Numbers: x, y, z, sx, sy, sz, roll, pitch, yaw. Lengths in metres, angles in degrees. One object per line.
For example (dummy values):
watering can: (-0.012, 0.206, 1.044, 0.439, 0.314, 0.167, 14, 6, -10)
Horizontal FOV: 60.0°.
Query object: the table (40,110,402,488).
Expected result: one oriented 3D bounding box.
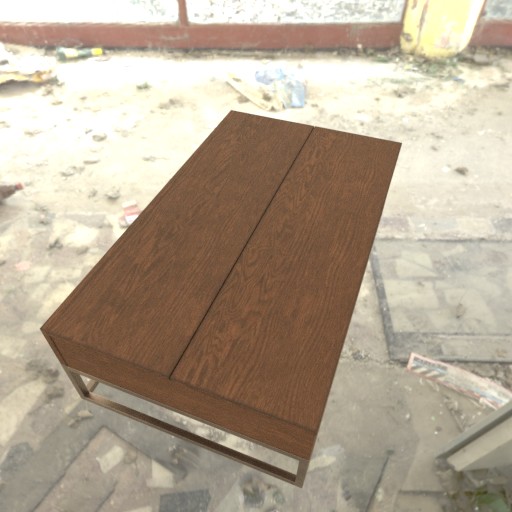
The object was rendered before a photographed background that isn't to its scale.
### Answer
table: (0.000, 0.000, 1.496, 0.719, 0.361, 1.167, 16, 48, 15)
